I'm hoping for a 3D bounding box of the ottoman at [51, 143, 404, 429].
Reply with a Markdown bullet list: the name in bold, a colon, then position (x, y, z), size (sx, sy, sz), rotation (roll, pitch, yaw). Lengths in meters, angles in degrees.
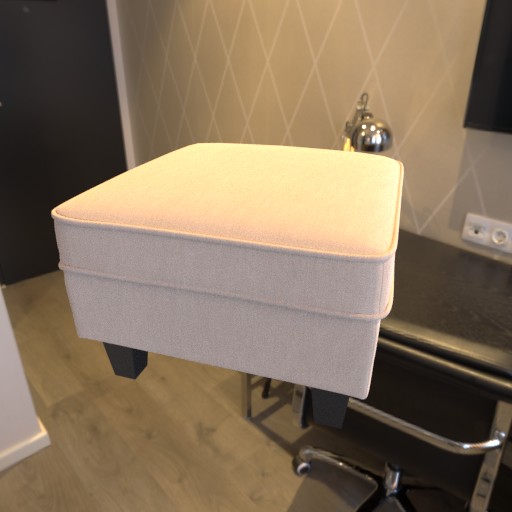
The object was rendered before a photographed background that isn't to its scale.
- **ottoman**: position (0.000, 0.000, 1.031), size (0.613, 0.438, 0.616), rotation (8, 27, 16)
